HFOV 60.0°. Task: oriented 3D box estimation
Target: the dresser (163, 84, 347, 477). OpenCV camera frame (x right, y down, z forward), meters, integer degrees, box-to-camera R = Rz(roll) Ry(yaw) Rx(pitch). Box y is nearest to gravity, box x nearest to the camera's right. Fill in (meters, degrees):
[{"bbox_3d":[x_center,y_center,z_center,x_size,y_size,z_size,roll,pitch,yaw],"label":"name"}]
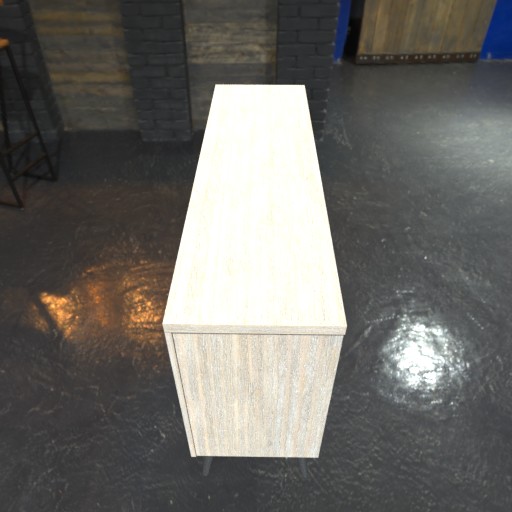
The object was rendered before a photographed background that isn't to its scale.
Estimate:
[{"bbox_3d":[0.000,0.000,1.930,0.457,0.914,1.524,1,42,1],"label":"dresser"}]
